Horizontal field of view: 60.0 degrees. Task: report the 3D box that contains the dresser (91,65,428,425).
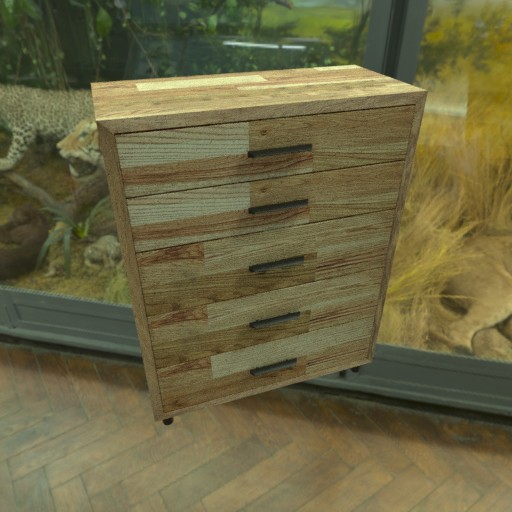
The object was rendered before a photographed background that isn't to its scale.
[{"bbox_3d":[0.000,0.000,1.713,0.966,1.243,0.480,-11,35,-16],"label":"dresser"}]
